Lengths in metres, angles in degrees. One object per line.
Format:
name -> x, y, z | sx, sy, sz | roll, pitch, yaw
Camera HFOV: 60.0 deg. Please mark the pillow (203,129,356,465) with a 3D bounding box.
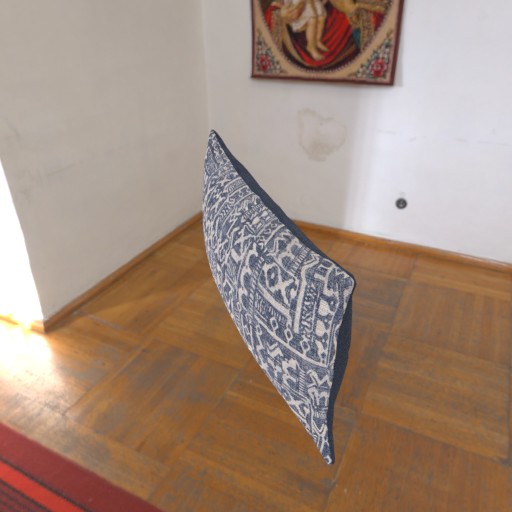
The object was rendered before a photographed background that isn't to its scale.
pillow -> 0.000, 0.000, 0.768 | 0.148, 0.292, 0.631 | -10, 32, -16
